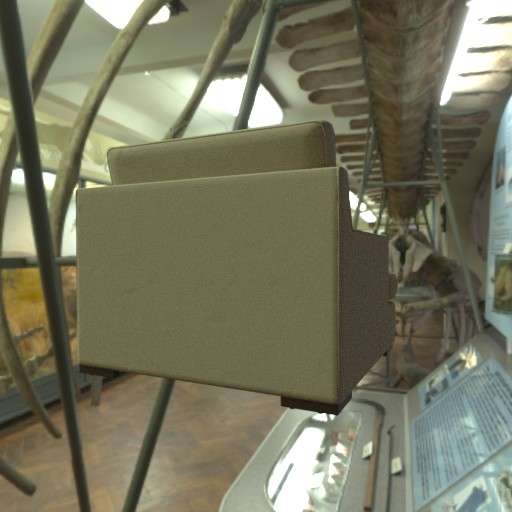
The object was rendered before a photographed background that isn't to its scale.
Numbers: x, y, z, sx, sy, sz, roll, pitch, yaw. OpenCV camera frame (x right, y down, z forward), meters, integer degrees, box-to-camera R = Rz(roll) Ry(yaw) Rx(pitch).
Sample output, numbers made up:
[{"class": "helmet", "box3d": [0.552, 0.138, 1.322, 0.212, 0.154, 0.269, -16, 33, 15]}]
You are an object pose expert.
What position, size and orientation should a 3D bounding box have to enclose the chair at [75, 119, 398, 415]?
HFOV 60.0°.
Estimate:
[{"class": "chair", "box3d": [0.000, 0.000, 2.141, 1.293, 1.005, 1.274, 0, 1, 18]}]
